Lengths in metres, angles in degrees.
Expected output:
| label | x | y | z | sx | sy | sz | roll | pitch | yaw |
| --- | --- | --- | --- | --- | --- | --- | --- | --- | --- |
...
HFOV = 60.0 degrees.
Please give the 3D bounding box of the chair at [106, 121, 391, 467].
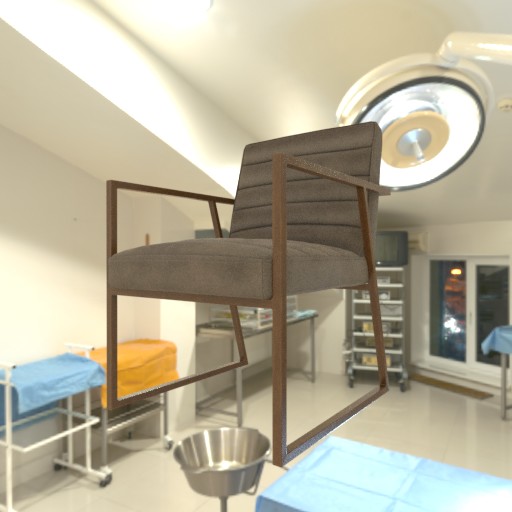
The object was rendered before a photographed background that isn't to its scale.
| label | x | y | z | sx | sy | sz | roll | pitch | yaw |
| --- | --- | --- | --- | --- | --- | --- | --- | --- | --- |
| chair | 0.000 | 0.000 | 1.301 | 0.578 | 0.843 | 0.682 | 0 | 0 | 36 |
